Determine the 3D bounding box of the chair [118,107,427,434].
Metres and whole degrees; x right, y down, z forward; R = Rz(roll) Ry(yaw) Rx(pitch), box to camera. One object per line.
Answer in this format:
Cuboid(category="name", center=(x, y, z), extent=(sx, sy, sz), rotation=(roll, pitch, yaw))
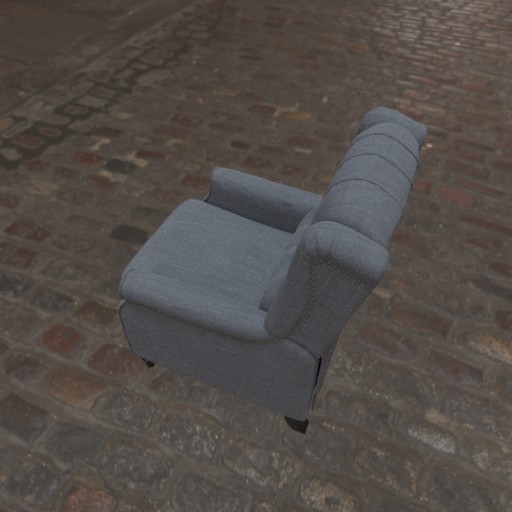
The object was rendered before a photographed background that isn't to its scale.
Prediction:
Cuboid(category="chair", center=(0.000, 0.000, 1.606), extent=(0.898, 1.035, 0.742), rotation=(17, 48, 16))
